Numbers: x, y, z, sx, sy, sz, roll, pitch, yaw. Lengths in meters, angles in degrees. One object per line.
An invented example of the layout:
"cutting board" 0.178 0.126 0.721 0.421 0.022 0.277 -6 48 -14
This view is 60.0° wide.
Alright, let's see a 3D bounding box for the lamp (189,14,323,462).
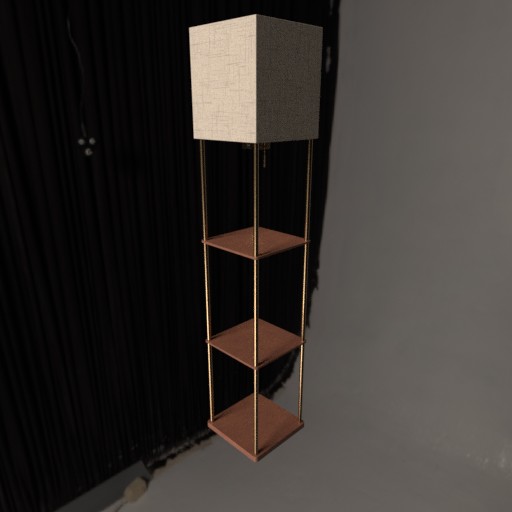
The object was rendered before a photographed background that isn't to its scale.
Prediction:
"lamp" 0.000 0.000 1.693 0.308 1.569 0.310 -17 25 -42
